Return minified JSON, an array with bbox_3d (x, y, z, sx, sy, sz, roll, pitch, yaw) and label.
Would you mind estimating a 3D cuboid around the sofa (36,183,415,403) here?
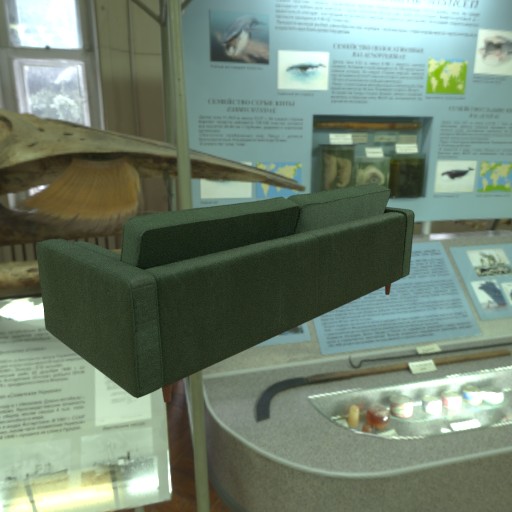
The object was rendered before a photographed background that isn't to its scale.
[{"bbox_3d":[0.000,0.000,2.650,0.918,0.769,2.199,14,21,43],"label":"sofa"}]
